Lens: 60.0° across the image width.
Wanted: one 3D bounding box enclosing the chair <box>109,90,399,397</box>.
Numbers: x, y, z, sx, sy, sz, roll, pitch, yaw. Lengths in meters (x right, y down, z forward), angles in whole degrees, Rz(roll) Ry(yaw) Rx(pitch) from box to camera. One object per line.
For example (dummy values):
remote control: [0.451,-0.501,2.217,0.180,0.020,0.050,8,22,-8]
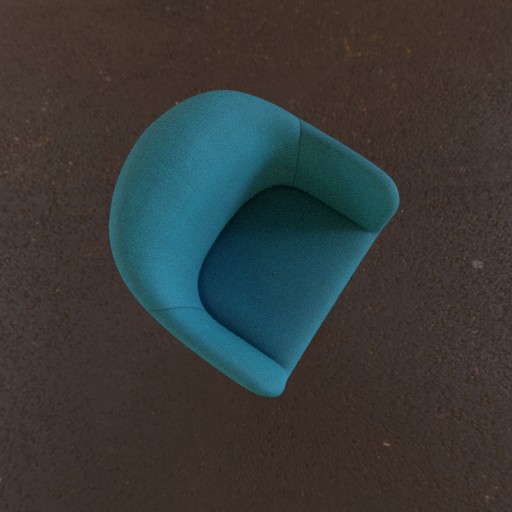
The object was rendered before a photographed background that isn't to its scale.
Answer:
chair: [0.000,0.000,1.212,0.550,0.795,0.590,33,78,8]
